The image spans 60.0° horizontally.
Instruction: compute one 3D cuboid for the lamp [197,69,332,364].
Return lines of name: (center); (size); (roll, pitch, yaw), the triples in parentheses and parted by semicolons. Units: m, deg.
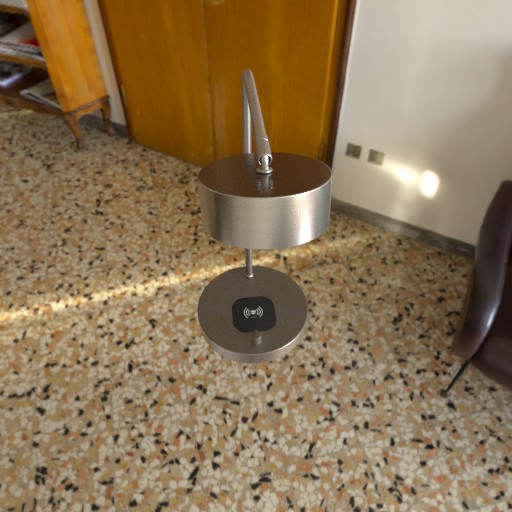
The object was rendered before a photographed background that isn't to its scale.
lamp: (0.000, 0.000, 0.657); (0.211, 0.469, 0.334); (-4, 46, -4)
